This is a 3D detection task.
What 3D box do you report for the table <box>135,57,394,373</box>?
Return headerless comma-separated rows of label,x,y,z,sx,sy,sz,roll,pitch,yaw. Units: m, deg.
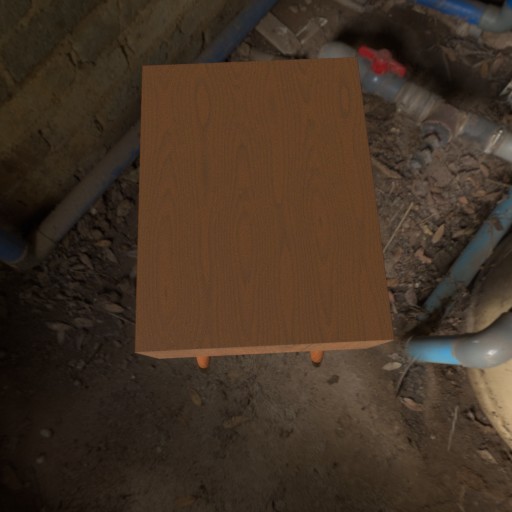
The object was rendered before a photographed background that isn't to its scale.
table,0.000,0.000,0.841,0.300,0.599,0.406,-3,74,-1
